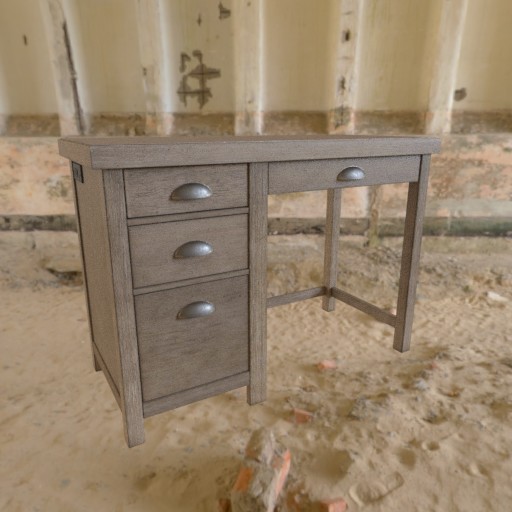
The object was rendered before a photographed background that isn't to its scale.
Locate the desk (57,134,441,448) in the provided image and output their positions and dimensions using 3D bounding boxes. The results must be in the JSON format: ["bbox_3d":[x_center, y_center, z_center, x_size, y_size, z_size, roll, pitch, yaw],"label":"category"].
[{"bbox_3d":[0.000,0.000,1.770,1.289,0.912,0.610,-9,19,-29],"label":"desk"}]
